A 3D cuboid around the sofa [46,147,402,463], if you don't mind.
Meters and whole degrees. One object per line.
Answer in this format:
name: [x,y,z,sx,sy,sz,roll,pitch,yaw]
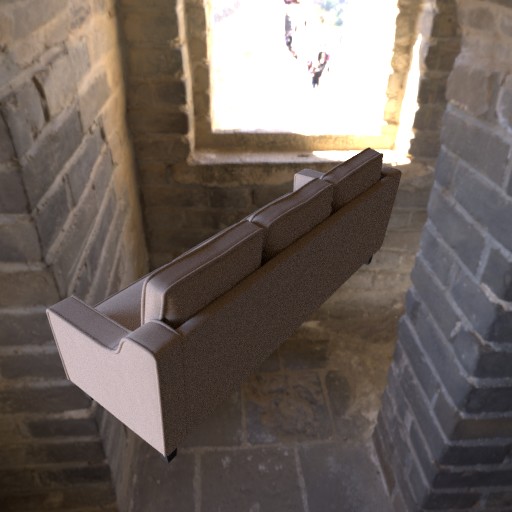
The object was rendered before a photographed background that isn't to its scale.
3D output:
sofa: [0.000,0.000,2.545,0.791,0.902,2.131,22,38,31]
